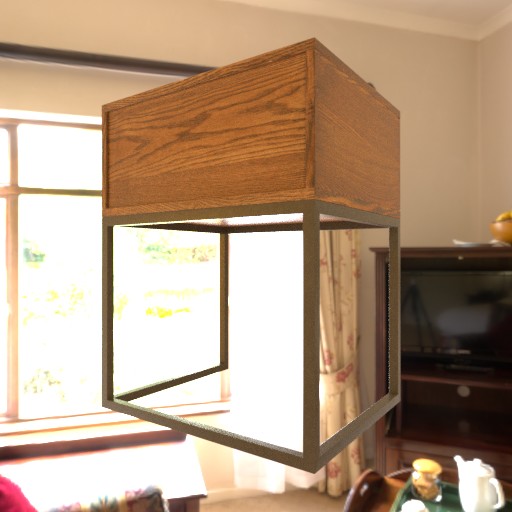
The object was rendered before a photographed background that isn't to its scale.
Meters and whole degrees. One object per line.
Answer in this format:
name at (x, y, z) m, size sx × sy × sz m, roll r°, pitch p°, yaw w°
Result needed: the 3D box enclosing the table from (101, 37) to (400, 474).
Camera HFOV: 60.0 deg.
table at (0.000, 0.000, 0.919) m, size 0.482 × 0.610 × 0.400 m, roll 0°, pitch 0°, yaw 35°
